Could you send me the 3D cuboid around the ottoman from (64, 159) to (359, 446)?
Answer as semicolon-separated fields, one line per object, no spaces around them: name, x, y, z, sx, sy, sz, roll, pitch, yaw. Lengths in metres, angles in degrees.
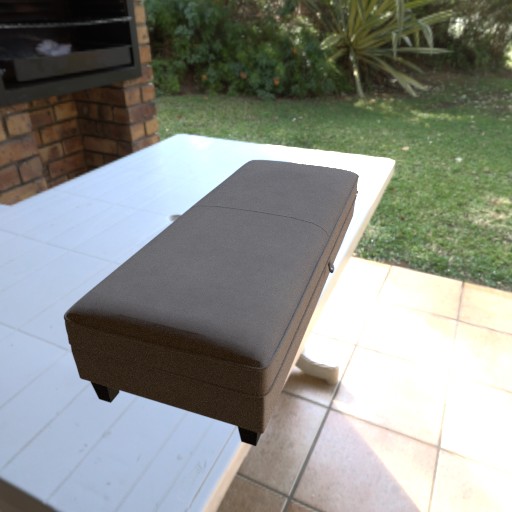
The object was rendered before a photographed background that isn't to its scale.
ottoman;0.000;0.000;2.071;0.735;0.460;1.726;10;31;17
